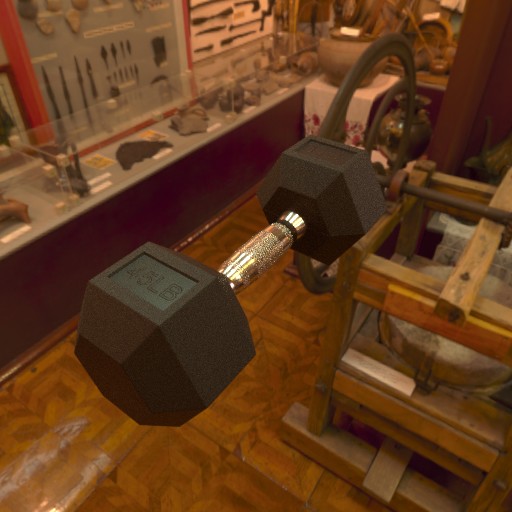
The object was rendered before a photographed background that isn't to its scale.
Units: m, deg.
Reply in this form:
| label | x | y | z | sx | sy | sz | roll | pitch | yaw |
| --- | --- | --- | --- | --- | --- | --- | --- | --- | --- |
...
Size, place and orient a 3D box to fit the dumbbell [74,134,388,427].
| label | x | y | z | sx | sy | sz | roll | pitch | yaw |
| --- | --- | --- | --- | --- | --- | --- | --- | --- | --- |
| dumbbell | 0.000 | 0.000 | 0.432 | 0.141 | 0.123 | 0.356 | 25 | 46 | 27 |
